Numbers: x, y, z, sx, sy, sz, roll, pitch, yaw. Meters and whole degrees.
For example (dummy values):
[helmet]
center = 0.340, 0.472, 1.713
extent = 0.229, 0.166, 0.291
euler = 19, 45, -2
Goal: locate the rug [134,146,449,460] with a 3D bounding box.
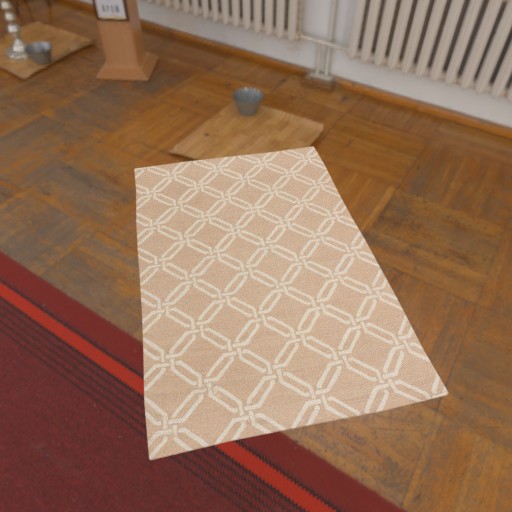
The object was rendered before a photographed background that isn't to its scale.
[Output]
[rug]
center = 0.000, 0.000, 2.191
extent = 1.146, 0.010, 1.745
euler = -9, 48, -8
